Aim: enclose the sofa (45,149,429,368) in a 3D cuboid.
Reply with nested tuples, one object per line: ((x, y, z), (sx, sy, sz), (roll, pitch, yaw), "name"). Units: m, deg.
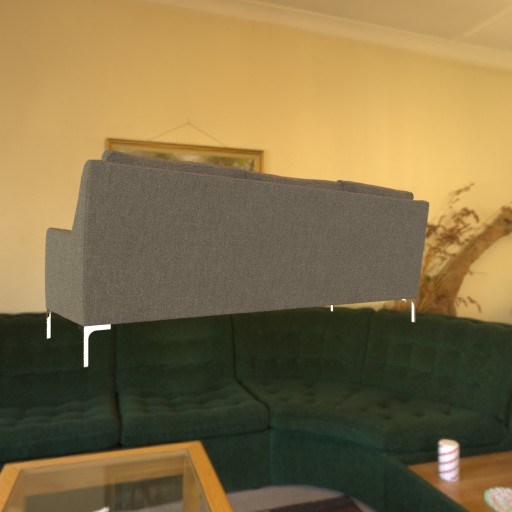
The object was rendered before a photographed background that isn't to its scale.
((0.000, 0.000, 2.490), (2.060, 0.837, 0.849), (0, 0, -35), "sofa")
